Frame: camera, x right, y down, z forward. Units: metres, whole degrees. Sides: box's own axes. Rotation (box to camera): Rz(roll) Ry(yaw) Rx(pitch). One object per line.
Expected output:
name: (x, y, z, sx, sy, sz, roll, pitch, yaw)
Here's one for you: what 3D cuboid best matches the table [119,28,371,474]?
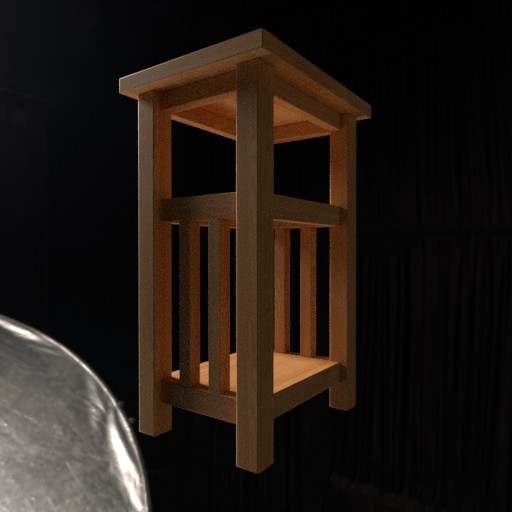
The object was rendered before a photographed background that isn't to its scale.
table: (0.000, 0.000, 0.752, 0.270, 0.550, 0.350, 0, 1, 36)
